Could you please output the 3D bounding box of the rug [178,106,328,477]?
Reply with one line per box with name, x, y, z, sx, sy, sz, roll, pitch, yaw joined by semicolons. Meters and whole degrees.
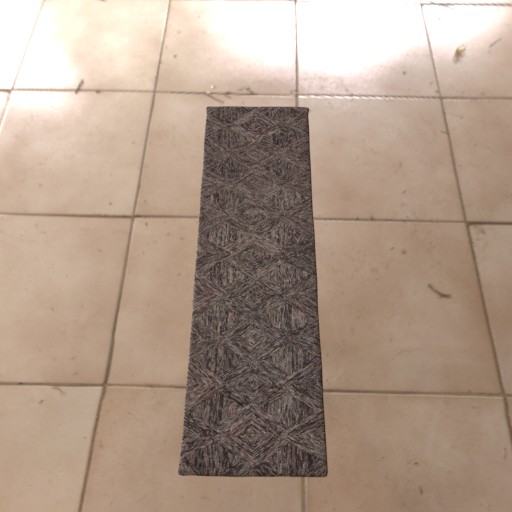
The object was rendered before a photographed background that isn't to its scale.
rug;0.000;0.000;2.581;0.719;0.013;2.305;0;64;0
